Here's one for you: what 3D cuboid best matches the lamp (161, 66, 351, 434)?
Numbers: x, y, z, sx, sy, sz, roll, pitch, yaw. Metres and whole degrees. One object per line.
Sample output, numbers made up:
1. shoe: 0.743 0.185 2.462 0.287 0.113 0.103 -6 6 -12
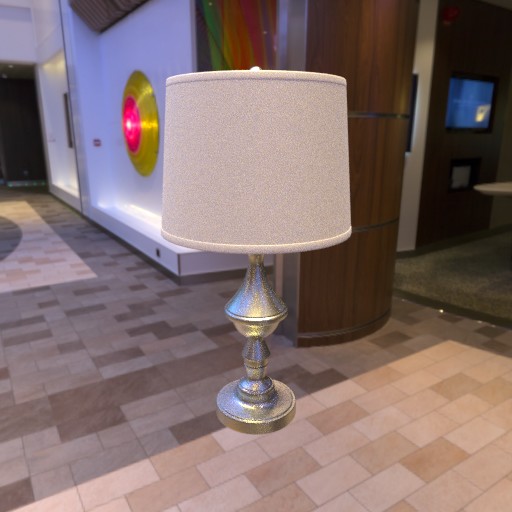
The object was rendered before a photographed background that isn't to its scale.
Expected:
1. lamp: 0.000 0.000 0.925 0.383 0.733 0.383 0 16 0
